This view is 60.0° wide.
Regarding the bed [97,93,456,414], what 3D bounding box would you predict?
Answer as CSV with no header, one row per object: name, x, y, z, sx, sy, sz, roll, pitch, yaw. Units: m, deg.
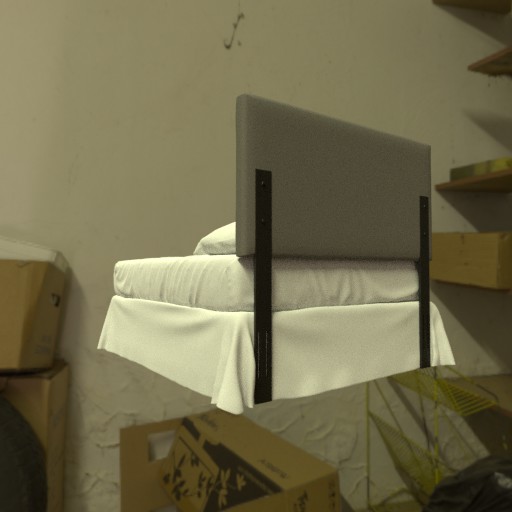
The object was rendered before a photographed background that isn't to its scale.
bed,0.000,0.000,3.499,1.936,1.577,2.222,1,-2,-35
